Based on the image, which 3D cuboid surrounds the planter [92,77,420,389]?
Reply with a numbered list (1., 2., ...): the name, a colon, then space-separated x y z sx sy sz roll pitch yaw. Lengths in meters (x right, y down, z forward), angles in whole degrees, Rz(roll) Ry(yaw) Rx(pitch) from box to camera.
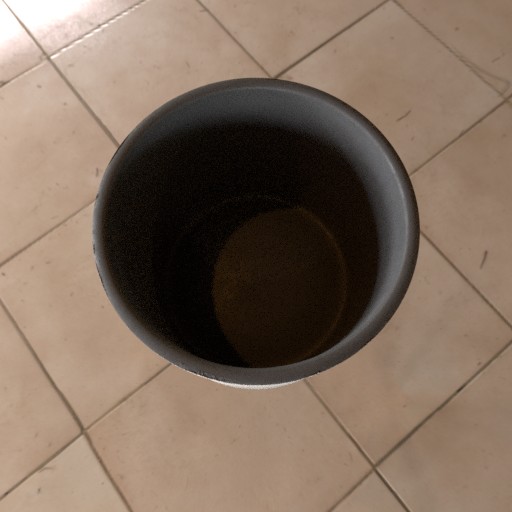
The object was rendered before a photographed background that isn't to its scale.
1. planter: 0.000 0.000 0.441 0.254 0.221 0.254 0 73 0
